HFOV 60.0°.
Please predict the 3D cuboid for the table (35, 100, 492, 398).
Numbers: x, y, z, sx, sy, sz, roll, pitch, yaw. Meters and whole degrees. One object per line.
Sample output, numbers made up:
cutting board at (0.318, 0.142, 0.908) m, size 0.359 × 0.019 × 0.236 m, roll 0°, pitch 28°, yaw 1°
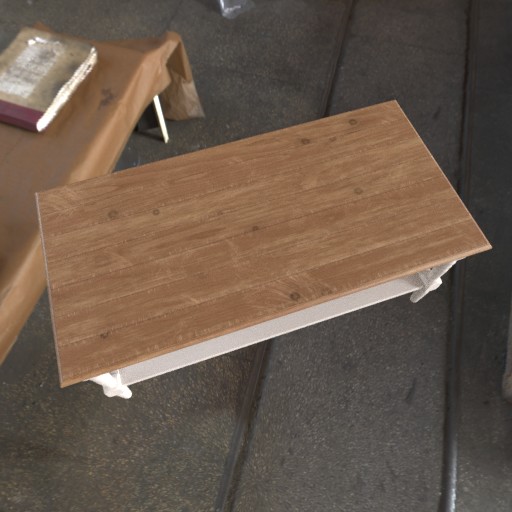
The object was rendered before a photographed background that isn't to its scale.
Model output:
table at (0.000, 0.000, 1.393) m, size 1.118 × 0.458 × 0.559 m, roll -17°, pitch 64°, yaw -8°
